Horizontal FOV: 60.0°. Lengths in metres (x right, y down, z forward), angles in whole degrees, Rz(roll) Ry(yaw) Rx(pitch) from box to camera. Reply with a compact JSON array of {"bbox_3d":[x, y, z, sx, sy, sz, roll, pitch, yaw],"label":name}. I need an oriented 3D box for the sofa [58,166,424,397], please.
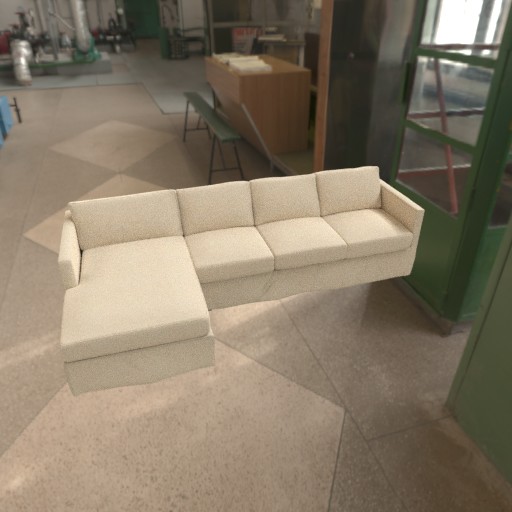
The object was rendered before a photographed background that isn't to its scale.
[{"bbox_3d":[0.000,0.000,3.898,3.205,0.922,1.650,-9,32,-14],"label":"sofa"}]
